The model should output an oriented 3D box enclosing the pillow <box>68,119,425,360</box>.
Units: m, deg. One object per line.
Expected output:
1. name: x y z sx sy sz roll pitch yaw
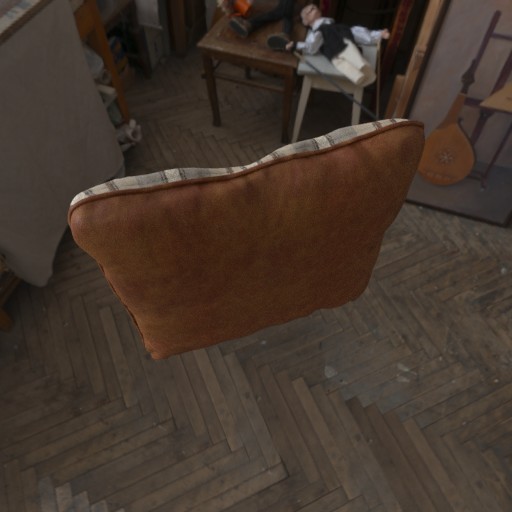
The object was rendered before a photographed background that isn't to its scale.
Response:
1. pillow: 0.000 0.000 0.761 0.489 0.490 0.130 -16 59 -10
